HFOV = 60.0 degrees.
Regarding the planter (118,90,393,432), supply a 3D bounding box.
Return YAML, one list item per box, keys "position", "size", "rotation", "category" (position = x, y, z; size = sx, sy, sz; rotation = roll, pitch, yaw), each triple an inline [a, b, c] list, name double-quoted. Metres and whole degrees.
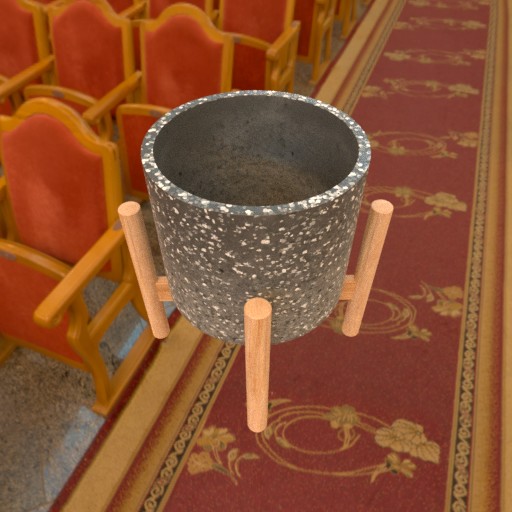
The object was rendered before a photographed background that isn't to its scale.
- position: [0.000, 0.000, 0.548]
  size: [0.284, 0.320, 0.284]
  rotation: [16, 48, 15]
  category: "planter"
